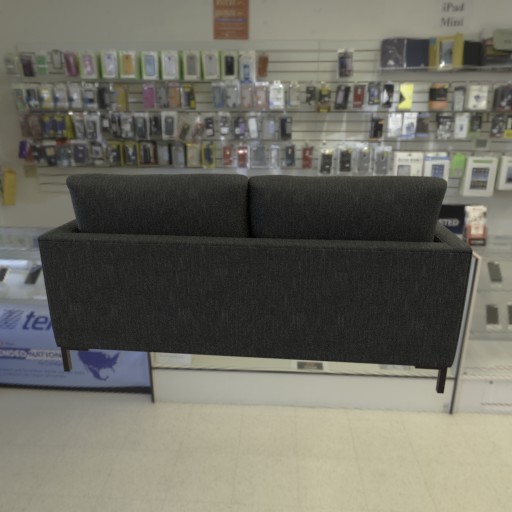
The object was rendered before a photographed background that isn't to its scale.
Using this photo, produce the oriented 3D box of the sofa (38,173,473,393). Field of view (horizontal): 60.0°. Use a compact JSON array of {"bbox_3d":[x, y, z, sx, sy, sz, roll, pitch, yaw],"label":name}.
[{"bbox_3d":[0.000,0.000,2.157,1.716,0.862,0.866,2,18,5],"label":"sofa"}]
